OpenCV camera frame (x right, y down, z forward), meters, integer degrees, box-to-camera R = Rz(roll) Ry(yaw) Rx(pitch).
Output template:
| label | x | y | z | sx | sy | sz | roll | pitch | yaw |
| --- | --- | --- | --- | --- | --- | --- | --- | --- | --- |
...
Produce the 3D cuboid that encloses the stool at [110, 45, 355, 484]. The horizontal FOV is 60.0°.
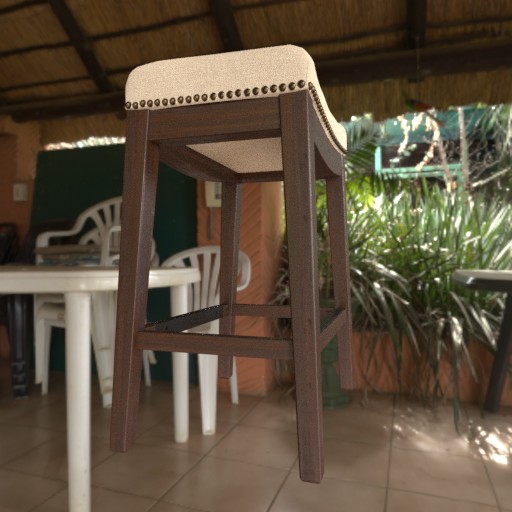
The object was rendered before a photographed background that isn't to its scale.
| label | x | y | z | sx | sy | sz | roll | pitch | yaw |
| --- | --- | --- | --- | --- | --- | --- | --- | --- | --- |
| stool | 0.000 | 0.000 | 0.943 | 0.363 | 0.669 | 0.509 | 0 | 0 | 18 |
